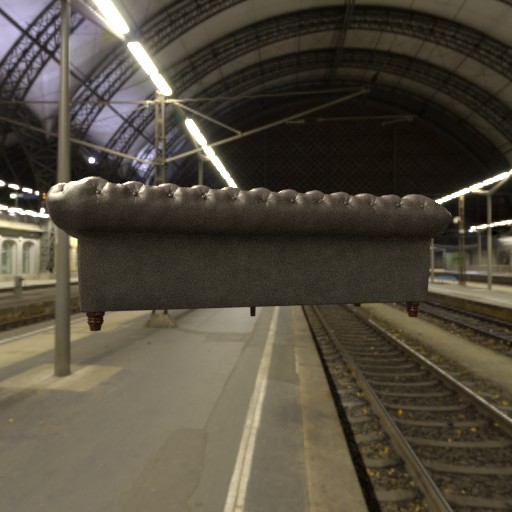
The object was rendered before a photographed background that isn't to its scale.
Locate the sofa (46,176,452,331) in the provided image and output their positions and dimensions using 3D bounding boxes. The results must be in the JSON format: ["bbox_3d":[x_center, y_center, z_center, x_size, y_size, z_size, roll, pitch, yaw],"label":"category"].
[{"bbox_3d":[0.000,0.000,2.835,2.385,0.783,0.944,0,-1,-17],"label":"sofa"}]
